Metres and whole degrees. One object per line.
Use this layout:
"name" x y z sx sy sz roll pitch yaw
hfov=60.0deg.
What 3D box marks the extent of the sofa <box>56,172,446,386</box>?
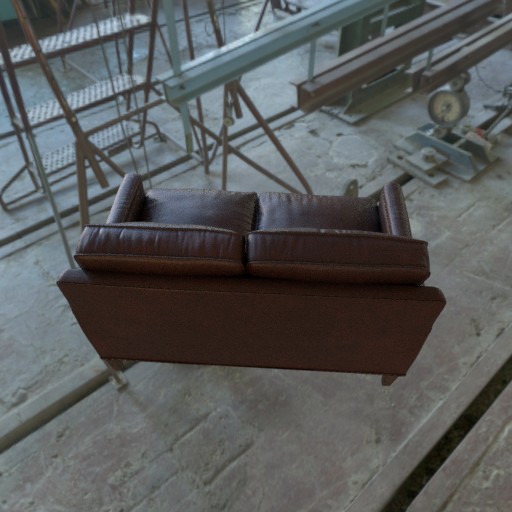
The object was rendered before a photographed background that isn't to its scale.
"sofa" 0.000 0.000 2.306 1.628 1.003 1.083 3 46 3
